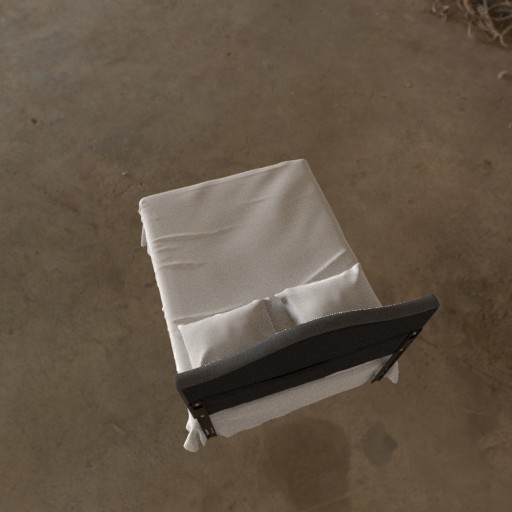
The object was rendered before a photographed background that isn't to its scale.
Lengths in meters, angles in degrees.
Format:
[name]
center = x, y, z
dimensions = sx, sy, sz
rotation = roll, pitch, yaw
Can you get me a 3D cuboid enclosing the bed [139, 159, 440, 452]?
[bed]
center = 0.000, 0.000, 3.506
dimensions = 1.876, 1.645, 2.221
rotation = -16, 60, -9
